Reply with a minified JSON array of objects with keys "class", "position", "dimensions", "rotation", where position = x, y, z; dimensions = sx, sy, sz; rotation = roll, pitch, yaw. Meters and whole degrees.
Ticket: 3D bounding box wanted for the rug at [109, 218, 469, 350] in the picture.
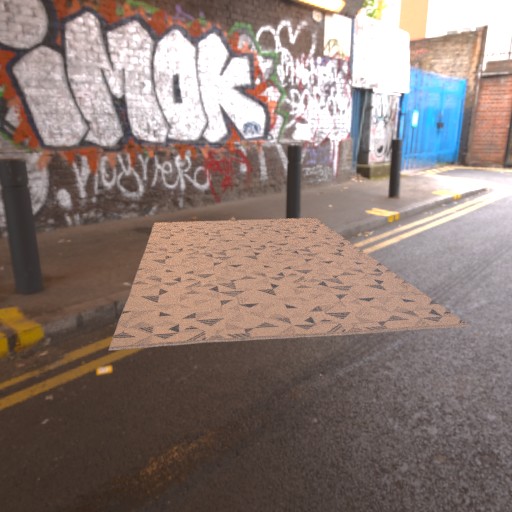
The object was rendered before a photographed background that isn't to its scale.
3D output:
[{"class":"rug","position":[0.000,0.000,2.984],"dimensions":[1.512,0.009,2.457],"rotation":[-2,16,-8]}]
